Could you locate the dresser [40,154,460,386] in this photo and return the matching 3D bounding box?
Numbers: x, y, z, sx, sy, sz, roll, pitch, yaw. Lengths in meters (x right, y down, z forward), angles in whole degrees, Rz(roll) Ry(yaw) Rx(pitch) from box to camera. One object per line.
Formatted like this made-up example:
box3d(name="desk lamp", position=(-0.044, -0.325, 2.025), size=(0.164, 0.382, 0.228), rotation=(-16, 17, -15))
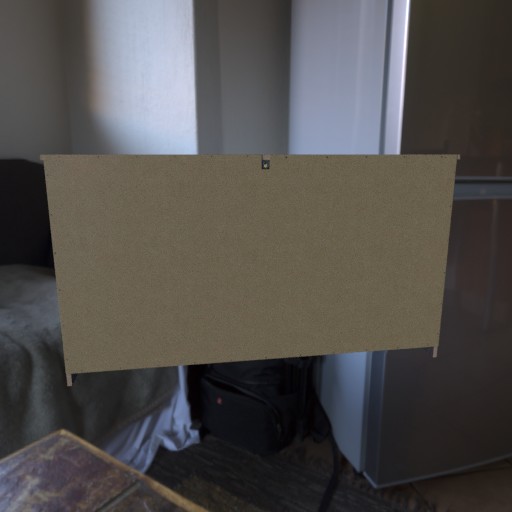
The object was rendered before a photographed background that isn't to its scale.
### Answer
box3d(name="dresser", position=(0.000, 0.000, 1.691), size=(1.360, 0.755, 0.401), rotation=(-2, 13, -9))
